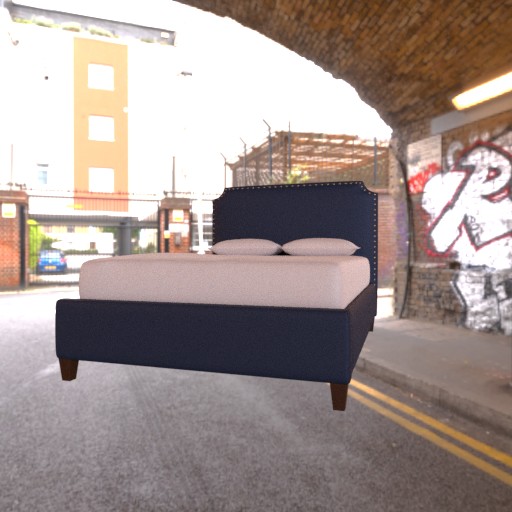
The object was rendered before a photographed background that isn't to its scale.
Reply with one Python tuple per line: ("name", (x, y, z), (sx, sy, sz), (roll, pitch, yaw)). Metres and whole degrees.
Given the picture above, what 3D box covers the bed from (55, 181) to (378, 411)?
("bed", (0.000, 0.000, 3.419), (1.712, 1.443, 2.372), (0, 0, 18))
